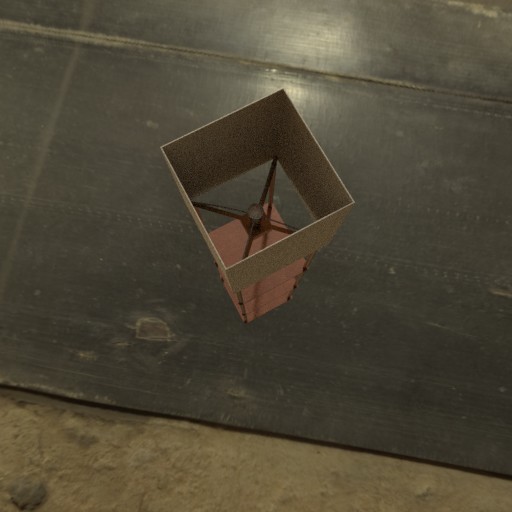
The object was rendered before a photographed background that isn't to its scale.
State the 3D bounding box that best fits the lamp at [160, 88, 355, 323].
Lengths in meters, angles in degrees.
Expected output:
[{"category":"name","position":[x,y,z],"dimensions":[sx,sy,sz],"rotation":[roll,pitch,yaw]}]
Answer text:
[{"category":"lamp","position":[0.000,0.000,1.712],"dimensions":[0.308,1.569,0.310],"rotation":[-28,79,-6]}]
